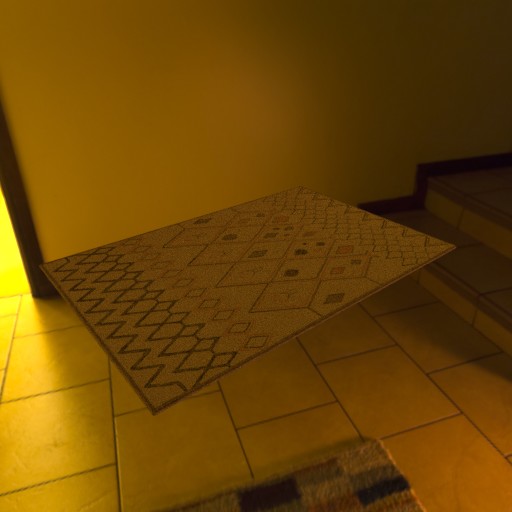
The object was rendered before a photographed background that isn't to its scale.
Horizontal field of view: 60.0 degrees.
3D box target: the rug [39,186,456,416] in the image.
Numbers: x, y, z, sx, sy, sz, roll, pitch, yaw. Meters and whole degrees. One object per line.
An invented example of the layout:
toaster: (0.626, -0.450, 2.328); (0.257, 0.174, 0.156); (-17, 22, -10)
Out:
rug: (0.000, 0.000, 2.324); (1.829, 0.016, 1.219); (-21, 35, -33)
